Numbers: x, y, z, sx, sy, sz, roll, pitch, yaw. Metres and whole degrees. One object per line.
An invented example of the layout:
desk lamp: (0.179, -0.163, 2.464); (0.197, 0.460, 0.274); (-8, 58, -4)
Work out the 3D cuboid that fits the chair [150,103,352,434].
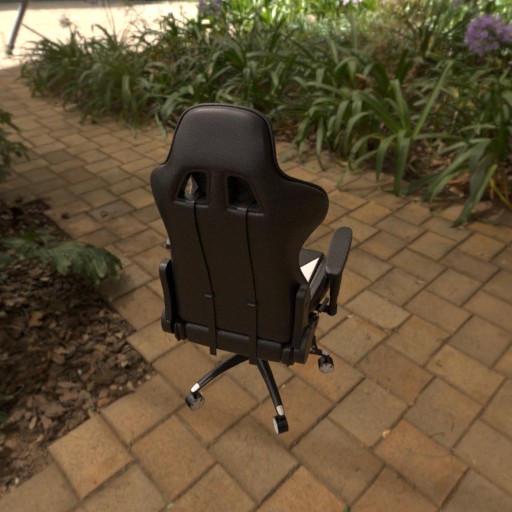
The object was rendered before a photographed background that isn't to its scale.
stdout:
chair: (0.000, 0.000, 1.710); (0.730, 1.285, 0.695); (10, 35, 14)
